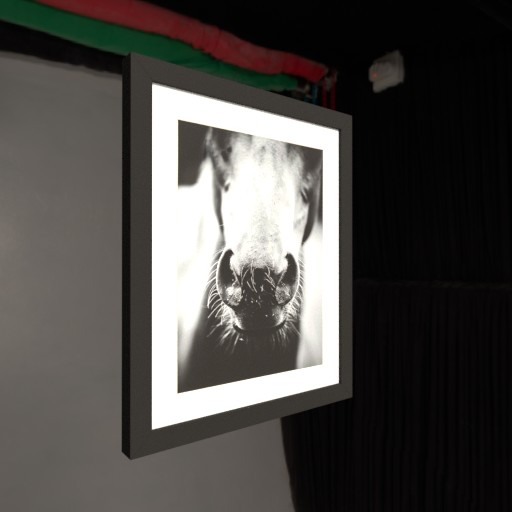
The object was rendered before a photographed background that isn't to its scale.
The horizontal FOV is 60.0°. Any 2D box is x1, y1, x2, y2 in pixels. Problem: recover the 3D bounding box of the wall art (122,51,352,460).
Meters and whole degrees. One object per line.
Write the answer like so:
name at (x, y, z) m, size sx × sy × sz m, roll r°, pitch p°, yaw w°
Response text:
wall art at (0.000, 0.000, 0.547) m, size 0.329 × 0.404 × 0.024 m, roll 0°, pitch 0°, yaw -37°
